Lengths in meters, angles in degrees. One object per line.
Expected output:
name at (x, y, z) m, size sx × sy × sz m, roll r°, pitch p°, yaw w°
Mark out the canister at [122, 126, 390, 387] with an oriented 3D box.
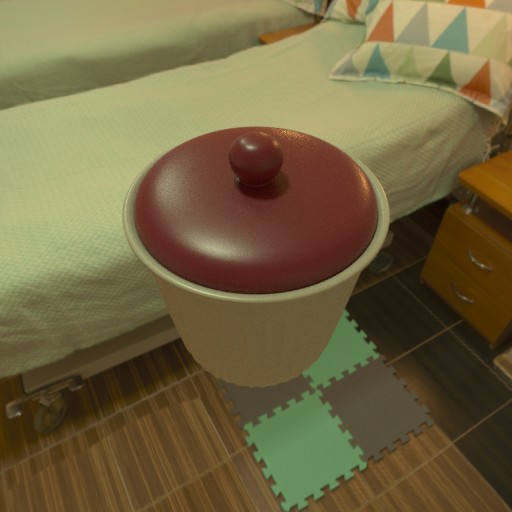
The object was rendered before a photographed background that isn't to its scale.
canister at (0.000, 0.000, 0.348) m, size 0.181 × 0.211 × 0.181 m, roll 0°, pitch 47°, yaw 0°
